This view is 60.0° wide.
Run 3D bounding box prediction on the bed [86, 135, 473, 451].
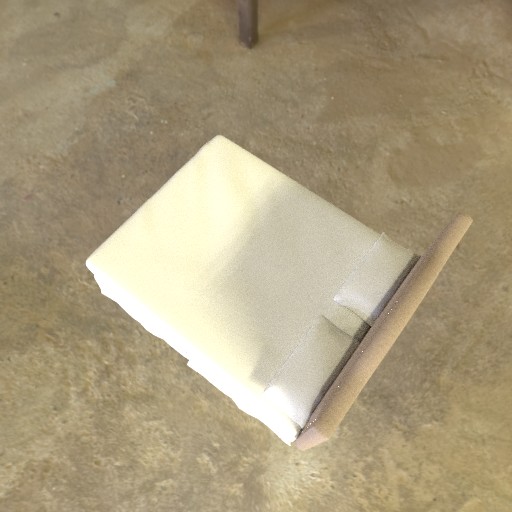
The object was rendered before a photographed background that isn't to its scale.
[{"bbox_3d":[0.000,0.000,3.464,2.282,1.436,1.821,35,69,16],"label":"bed"}]
